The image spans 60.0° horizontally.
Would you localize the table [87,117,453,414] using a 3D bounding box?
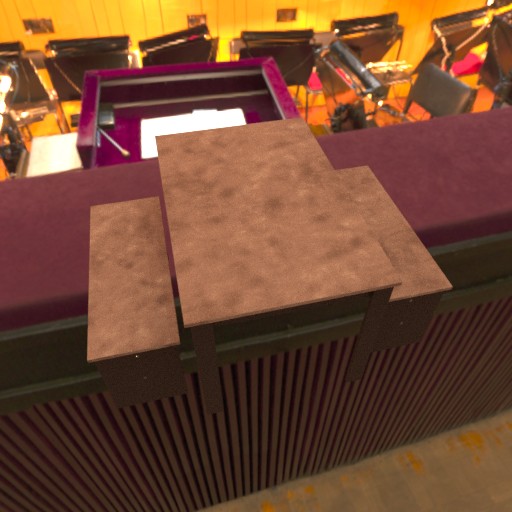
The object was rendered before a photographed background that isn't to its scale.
[{"bbox_3d":[0.000,0.000,2.039,1.443,0.700,1.100,-10,48,-9],"label":"table"}]
